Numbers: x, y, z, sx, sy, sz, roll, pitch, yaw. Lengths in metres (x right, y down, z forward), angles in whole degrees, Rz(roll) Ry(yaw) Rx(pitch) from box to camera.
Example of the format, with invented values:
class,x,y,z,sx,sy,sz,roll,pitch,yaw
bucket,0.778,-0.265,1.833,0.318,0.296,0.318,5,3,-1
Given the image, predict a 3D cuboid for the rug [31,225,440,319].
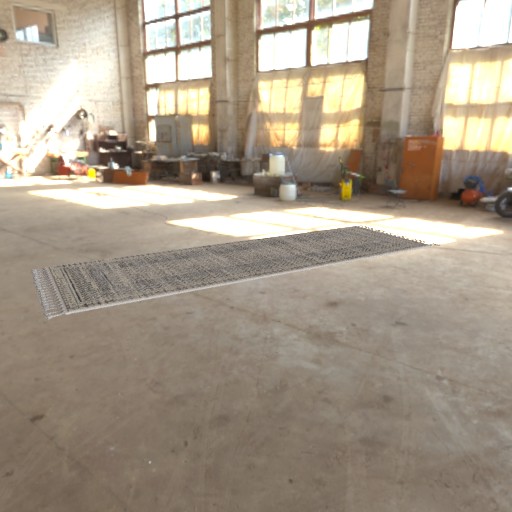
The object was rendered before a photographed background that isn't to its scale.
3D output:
class,x,y,z,sx,sy,sz,roll,pitch,yaw
rug,0.000,0.000,2.744,2.480,0.013,0.786,-9,18,-29
